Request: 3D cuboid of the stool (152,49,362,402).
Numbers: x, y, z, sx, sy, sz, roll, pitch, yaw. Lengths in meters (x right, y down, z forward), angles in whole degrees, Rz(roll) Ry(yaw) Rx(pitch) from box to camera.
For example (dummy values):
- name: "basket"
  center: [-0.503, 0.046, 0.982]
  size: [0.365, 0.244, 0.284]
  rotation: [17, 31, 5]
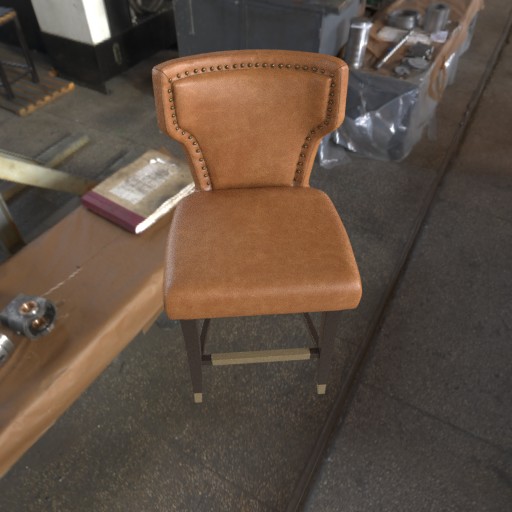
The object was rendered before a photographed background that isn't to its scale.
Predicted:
- name: "stool"
  center: [0.000, 0.000, 1.413]
  size: [0.526, 1.092, 0.563]
  rotation: [-3, 47, -3]
